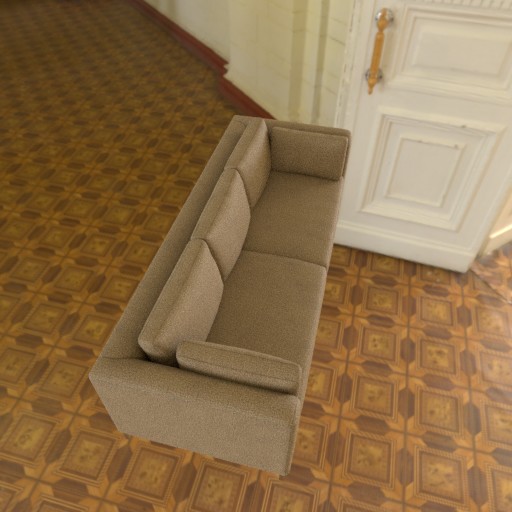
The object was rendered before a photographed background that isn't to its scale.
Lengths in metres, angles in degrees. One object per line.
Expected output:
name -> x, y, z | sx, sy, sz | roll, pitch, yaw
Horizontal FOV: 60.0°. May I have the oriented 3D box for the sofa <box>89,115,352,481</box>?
sofa -> 0.000, 0.000, 2.953 | 0.969, 0.867, 2.415 | 10, 47, 10
